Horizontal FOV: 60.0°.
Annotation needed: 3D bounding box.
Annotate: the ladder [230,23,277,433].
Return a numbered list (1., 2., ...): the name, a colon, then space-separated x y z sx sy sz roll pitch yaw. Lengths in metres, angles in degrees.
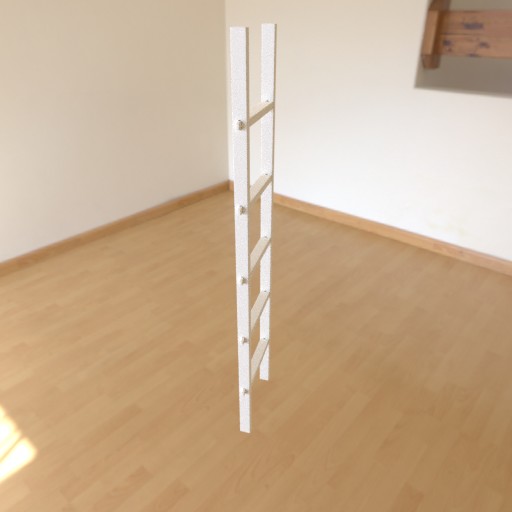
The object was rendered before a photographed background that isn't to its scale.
1. ladder: 0.000 0.000 1.944 0.051 1.797 0.452 8 30 14
